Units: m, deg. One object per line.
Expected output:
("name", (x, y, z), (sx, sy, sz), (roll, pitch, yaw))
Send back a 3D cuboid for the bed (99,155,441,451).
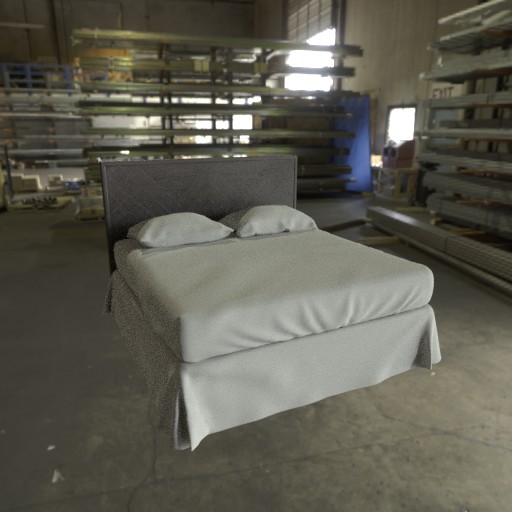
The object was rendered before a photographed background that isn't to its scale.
("bed", (0.000, 0.000, 2.875), (1.772, 1.142, 1.785), (-8, 18, -26))
